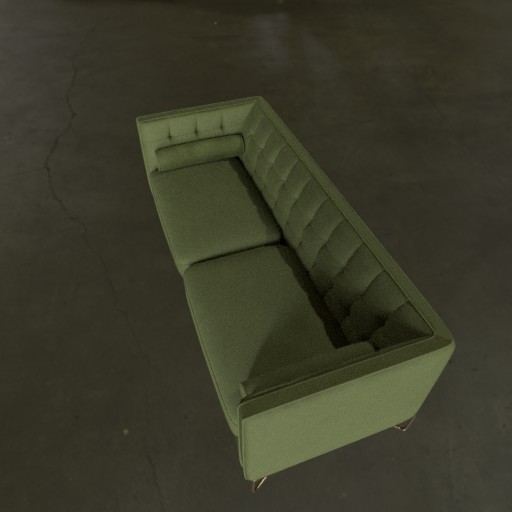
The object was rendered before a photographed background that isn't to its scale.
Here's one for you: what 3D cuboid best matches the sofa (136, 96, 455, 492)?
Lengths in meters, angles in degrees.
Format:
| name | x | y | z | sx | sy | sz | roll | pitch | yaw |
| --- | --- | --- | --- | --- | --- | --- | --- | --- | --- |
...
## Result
| name | x | y | z | sx | sy | sz | roll | pitch | yaw |
| --- | --- | --- | --- | --- | --- | --- | --- | --- | --- |
| sofa | 0.000 | 0.000 | 2.447 | 0.867 | 0.789 | 2.087 | -15 | 48 | -14 |
